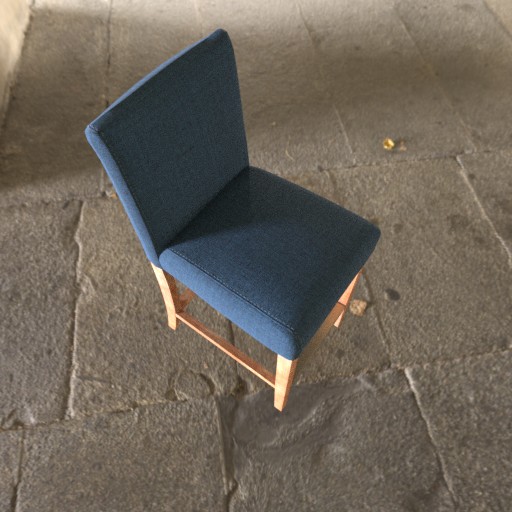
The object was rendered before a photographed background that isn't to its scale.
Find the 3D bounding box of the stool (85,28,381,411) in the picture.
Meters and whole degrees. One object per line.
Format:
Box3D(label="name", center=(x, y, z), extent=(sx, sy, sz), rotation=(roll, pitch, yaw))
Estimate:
Box3D(label="stool", center=(0.000, 0.000, 1.318), extent=(0.567, 1.039, 0.454), rotation=(32, 63, 18))
